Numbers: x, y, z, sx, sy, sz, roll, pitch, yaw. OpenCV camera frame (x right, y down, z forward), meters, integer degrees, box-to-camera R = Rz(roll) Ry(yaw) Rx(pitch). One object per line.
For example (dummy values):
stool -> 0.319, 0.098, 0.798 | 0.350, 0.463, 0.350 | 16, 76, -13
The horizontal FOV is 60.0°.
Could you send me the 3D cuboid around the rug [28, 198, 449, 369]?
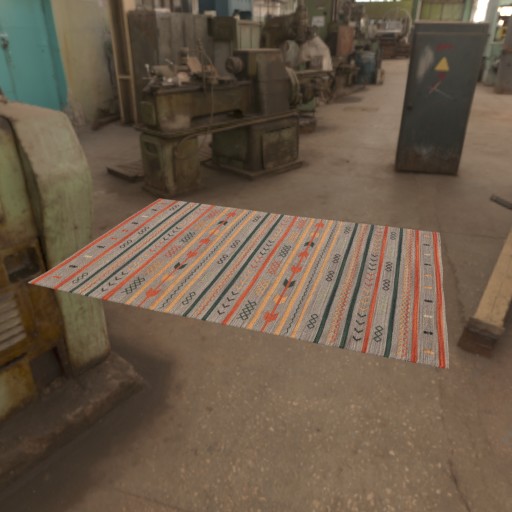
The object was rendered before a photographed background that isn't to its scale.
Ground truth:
rug -> 0.000, 0.000, 2.315 | 1.835, 0.017, 1.220 | 9, 29, 17
